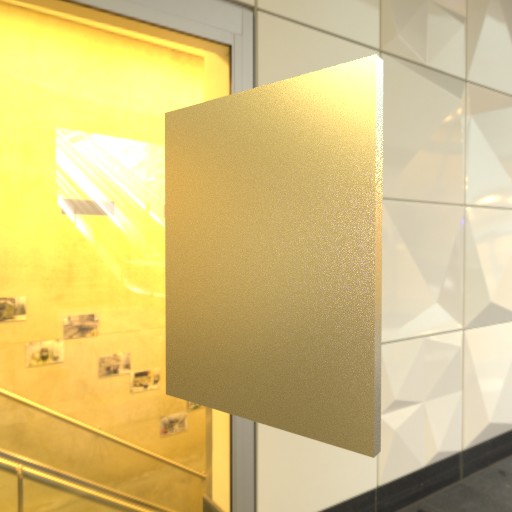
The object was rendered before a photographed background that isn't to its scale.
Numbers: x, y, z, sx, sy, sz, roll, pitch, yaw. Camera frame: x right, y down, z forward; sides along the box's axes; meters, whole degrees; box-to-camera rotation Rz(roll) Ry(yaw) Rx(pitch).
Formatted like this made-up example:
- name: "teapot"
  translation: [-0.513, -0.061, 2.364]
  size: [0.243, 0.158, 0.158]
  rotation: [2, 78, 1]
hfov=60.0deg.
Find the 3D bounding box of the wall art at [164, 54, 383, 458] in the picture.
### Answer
- name: "wall art"
  translation: [0.000, 0.000, 0.771]
  size: [0.444, 0.569, 0.025]
  rotation: [1, 2, 38]
